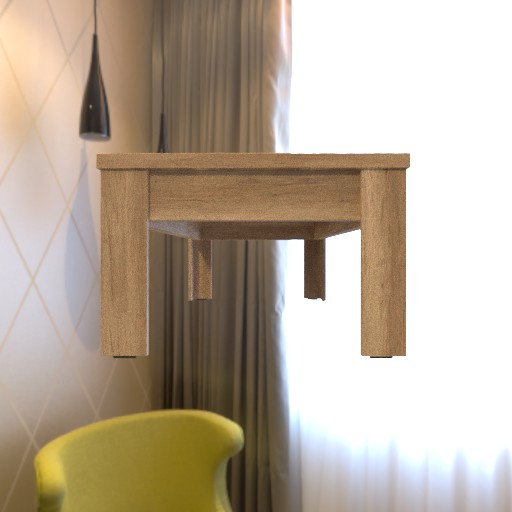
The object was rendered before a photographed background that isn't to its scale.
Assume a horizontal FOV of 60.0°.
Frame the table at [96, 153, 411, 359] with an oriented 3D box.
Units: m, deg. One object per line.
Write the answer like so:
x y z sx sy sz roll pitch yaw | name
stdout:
0.000 0.000 1.661 0.700 0.460 1.350 0 0 1 | table
